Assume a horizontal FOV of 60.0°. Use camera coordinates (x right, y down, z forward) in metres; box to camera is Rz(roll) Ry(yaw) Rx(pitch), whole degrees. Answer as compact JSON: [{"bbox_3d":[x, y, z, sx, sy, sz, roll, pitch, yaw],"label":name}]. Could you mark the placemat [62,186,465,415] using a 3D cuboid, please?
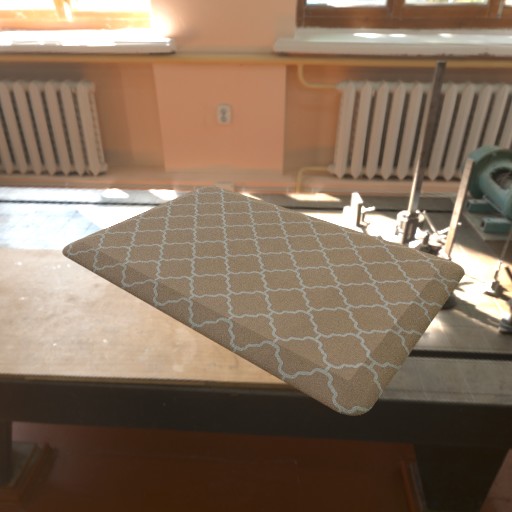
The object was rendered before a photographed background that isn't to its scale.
[{"bbox_3d":[0.000,0.000,0.974,0.762,0.021,0.508,22,37,32],"label":"placemat"}]
